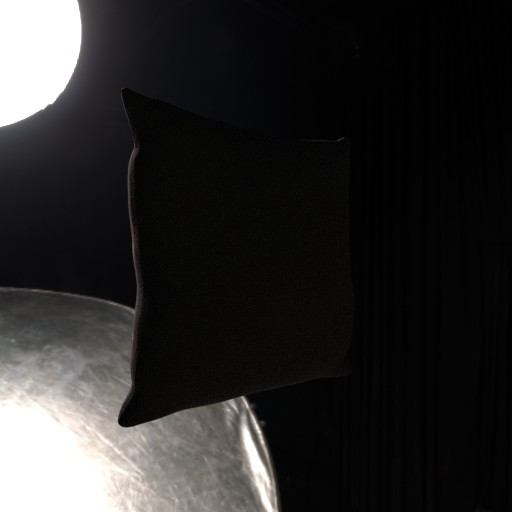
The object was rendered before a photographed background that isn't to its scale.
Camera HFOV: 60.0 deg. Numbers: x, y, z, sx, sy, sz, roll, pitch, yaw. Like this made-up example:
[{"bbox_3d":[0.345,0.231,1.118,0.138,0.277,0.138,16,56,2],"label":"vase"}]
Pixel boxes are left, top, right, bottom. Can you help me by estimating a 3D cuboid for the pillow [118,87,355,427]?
[{"bbox_3d":[0.000,0.000,0.790,0.503,0.496,0.208,0,-1,-38],"label":"pillow"}]
